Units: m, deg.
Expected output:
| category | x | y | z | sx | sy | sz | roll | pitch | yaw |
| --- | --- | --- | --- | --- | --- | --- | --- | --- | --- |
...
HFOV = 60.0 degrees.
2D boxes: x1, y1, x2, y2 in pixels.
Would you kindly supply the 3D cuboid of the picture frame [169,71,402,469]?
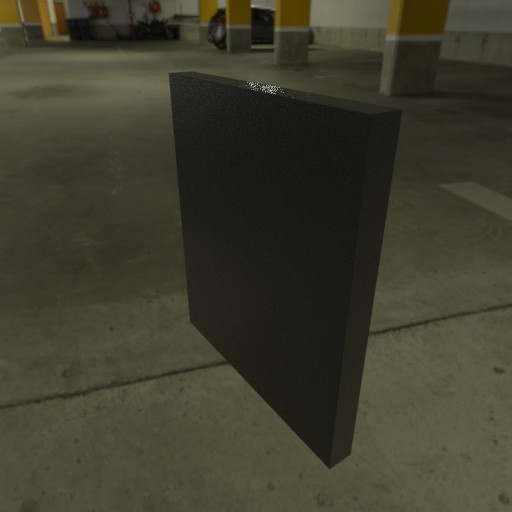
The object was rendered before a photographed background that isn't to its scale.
| category | x | y | z | sx | sy | sz | roll | pitch | yaw |
| --- | --- | --- | --- | --- | --- | --- | --- | --- | --- |
| picture frame | 0.000 | 0.000 | 0.525 | 0.034 | 0.378 | 0.328 | -18 | 33 | -30 |
